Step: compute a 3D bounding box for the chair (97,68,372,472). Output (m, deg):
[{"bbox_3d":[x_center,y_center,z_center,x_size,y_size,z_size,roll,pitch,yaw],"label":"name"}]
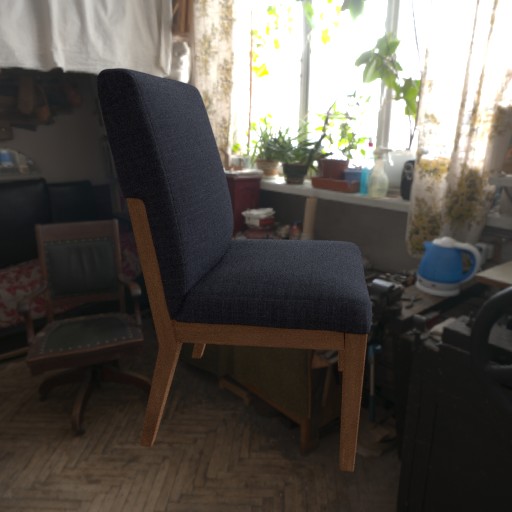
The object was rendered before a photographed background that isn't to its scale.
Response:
[{"bbox_3d":[0.000,0.000,1.194,0.586,0.911,0.507,3,17,9],"label":"chair"}]
